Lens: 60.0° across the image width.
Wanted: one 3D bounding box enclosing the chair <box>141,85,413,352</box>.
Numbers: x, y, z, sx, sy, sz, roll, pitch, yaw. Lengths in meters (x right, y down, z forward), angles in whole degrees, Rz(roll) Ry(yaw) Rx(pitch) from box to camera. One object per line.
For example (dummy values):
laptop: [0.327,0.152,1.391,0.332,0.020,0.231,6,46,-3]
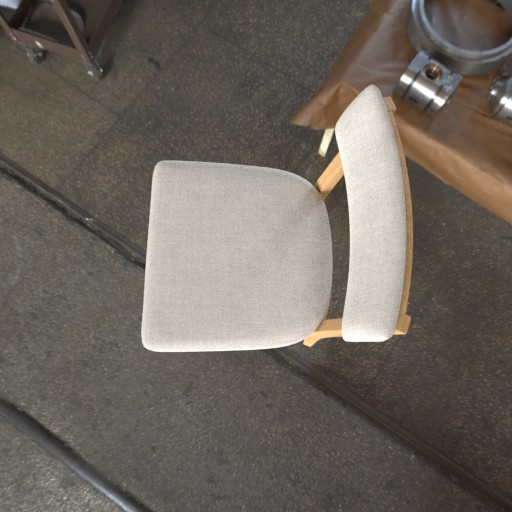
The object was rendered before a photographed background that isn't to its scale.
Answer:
chair: [0.000,0.000,1.186,0.572,0.832,0.508,1,76,0]
